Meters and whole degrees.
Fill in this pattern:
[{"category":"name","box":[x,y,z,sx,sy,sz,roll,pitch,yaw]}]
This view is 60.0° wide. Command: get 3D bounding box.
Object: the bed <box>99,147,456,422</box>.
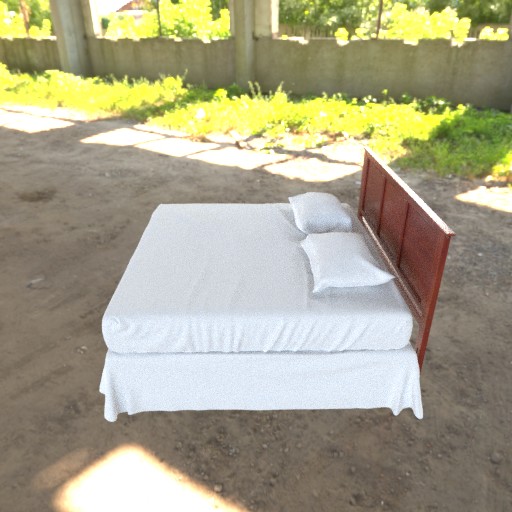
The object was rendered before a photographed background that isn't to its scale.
[{"category":"bed","box":[0.000,0.000,3.609,2.219,1.271,2.314,0,27,-1]}]
